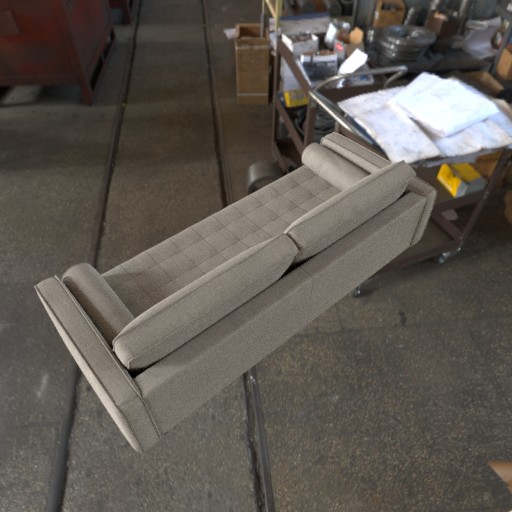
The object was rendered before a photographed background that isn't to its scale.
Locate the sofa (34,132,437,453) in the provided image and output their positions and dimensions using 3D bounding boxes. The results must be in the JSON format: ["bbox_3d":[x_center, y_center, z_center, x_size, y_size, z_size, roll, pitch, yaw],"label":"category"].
[{"bbox_3d":[0.000,0.000,2.601,2.211,0.762,0.914,-32,55,-26],"label":"sofa"}]
